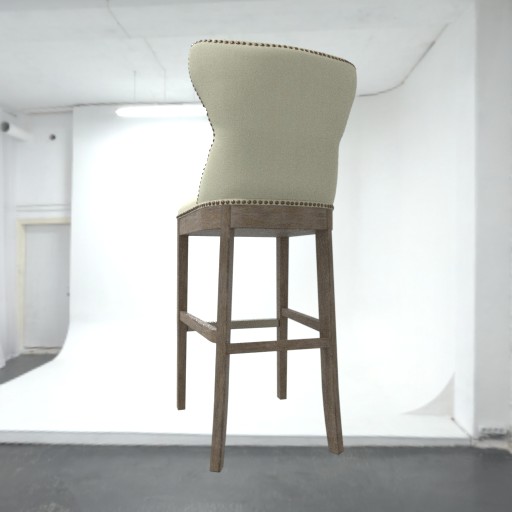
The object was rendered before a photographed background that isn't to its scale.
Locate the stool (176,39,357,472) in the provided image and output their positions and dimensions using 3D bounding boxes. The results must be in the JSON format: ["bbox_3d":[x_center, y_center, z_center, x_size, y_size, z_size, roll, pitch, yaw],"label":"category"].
[{"bbox_3d":[0.000,0.000,1.418,0.494,1.123,0.606,0,0,-18],"label":"stool"}]
